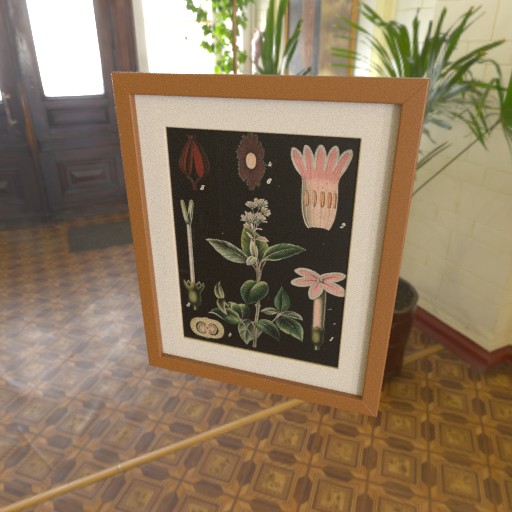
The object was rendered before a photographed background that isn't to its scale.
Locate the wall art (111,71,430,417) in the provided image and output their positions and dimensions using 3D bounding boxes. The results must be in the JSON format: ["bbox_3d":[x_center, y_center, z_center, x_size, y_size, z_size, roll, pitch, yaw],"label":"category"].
[{"bbox_3d":[0.000,0.000,0.500,0.310,0.379,0.015,8,27,16],"label":"wall art"}]
